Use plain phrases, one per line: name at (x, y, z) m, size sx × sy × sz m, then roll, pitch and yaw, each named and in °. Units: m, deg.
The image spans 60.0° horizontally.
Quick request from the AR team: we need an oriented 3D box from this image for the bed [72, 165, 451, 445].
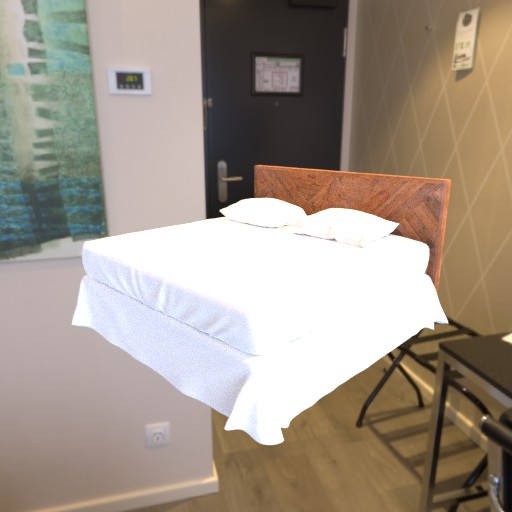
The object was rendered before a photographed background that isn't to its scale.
bed at (0.000, 0.000, 3.424) m, size 2.255 × 1.158 × 2.165 m, roll 15°, pitch 22°, yaw 43°
